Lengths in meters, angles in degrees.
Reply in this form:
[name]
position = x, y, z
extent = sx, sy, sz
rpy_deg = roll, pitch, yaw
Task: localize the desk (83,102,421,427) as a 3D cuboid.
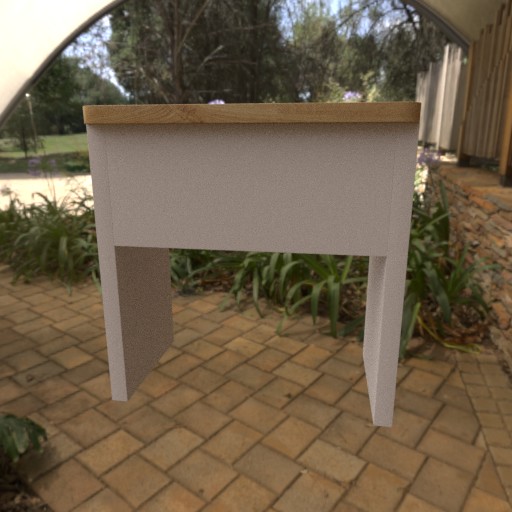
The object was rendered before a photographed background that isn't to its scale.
[desk]
position = 0.000, 0.000, 1.259
extent = 0.760, 0.790, 0.440
rpy_deg = 2, 15, 9
